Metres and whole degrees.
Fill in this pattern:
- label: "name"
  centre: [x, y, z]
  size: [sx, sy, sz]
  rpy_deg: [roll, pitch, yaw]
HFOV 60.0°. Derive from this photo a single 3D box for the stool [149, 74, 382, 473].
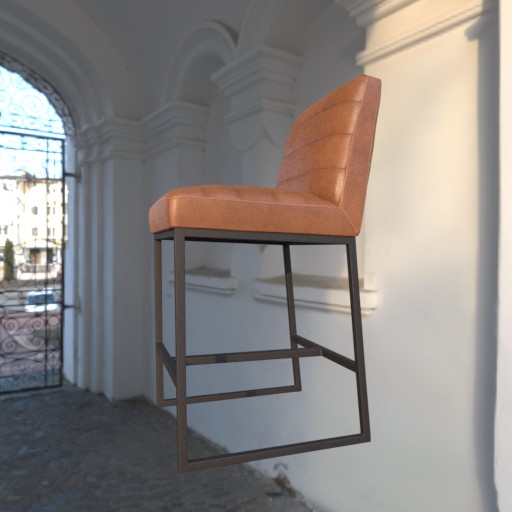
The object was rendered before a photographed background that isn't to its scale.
- label: "stool"
  centre: [0.000, 0.000, 1.248]
  size: [0.556, 0.940, 0.458]
  rpy_deg: [0, 1, -19]
